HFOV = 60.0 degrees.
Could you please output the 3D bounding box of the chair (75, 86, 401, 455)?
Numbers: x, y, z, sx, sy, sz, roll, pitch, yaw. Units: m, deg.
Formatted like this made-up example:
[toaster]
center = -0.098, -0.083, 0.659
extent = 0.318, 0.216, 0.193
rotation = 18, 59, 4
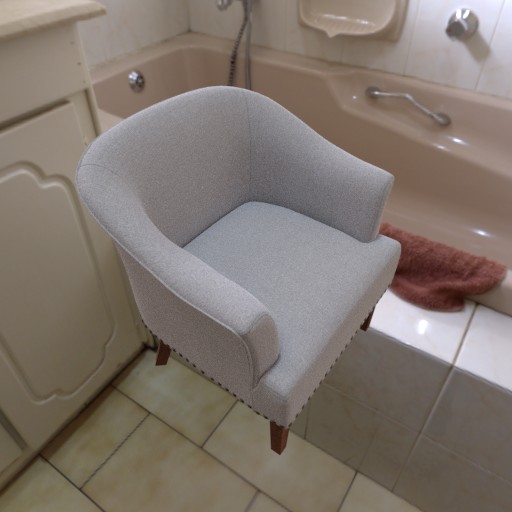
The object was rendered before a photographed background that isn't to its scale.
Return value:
[chair]
center = 0.000, 0.000, 1.384
extent = 0.704, 0.815, 0.798
rotation = 26, 47, 26
